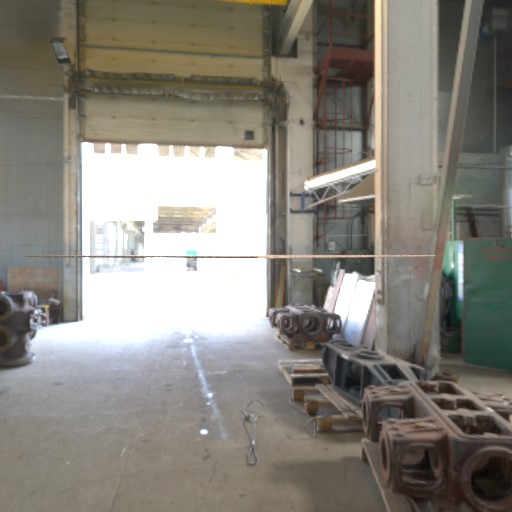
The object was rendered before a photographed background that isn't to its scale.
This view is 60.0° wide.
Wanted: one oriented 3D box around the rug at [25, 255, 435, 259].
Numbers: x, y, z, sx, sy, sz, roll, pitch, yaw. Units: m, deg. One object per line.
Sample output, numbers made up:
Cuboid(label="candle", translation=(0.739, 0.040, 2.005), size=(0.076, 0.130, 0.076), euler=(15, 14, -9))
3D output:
Cuboid(label="rug", translation=(0.000, 0.000, 4.262), size=(2.448, 0.013, 3.205), euler=(0, 0, 37))
